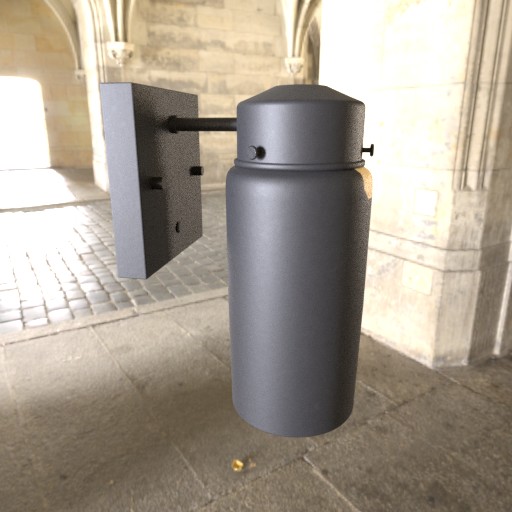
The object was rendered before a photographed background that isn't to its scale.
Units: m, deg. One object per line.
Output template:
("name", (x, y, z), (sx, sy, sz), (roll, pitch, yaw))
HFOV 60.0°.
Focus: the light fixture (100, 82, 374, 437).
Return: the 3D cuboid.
("light fixture", (0.000, 0.000, 0.360), (0.176, 0.257, 0.130), (3, 17, 11))
